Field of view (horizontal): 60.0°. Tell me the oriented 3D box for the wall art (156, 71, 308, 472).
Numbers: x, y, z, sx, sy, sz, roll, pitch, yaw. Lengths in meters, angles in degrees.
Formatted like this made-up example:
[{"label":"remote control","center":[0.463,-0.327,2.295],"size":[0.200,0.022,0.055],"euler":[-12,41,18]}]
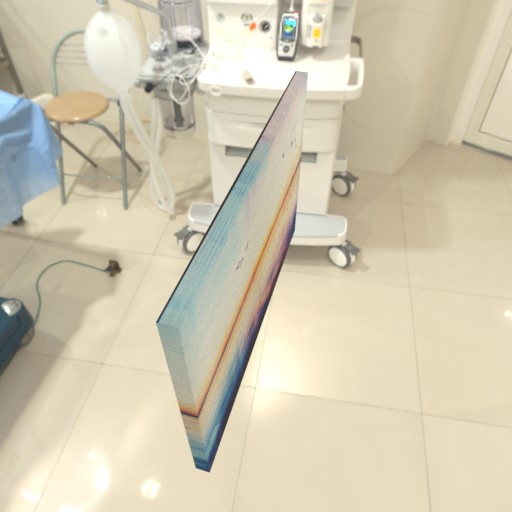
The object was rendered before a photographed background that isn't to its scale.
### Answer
[{"label":"wall art","center":[0.000,0.000,1.170],"size":[0.037,0.605,0.911],"euler":[12,47,12]}]
